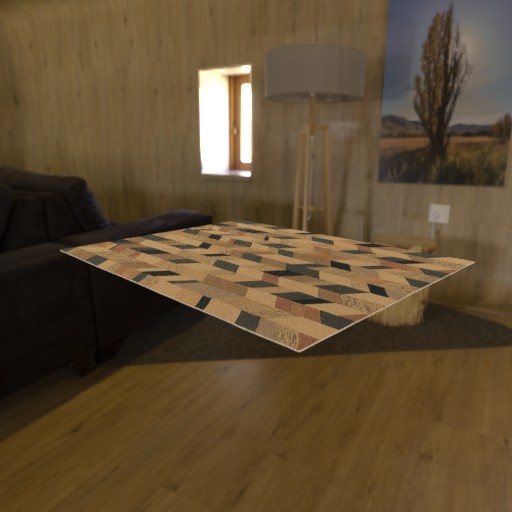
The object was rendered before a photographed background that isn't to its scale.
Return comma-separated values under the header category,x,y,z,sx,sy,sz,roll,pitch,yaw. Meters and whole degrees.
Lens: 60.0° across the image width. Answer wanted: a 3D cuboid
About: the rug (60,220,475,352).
category,x,y,z,sx,sy,sz,roll,pitch,yaw
rug,0.000,0.000,4.155,2.451,0.011,3.072,-14,20,-43
